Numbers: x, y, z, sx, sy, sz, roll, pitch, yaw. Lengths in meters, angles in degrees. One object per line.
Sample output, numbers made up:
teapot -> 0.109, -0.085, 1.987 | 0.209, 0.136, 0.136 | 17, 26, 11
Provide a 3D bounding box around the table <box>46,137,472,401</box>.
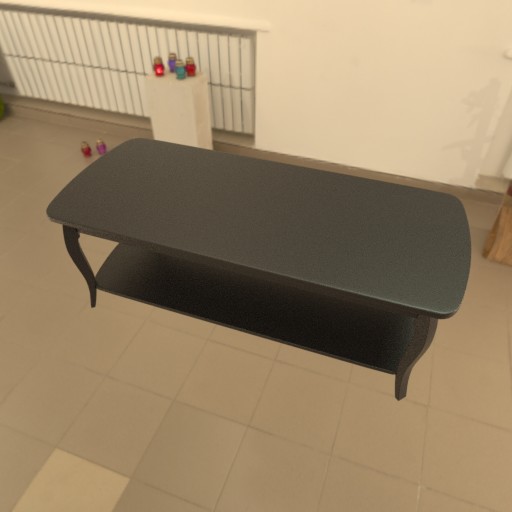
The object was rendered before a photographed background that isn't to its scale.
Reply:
table -> 0.000, 0.000, 1.608 | 1.333, 0.457, 0.571 | 14, 44, 15
